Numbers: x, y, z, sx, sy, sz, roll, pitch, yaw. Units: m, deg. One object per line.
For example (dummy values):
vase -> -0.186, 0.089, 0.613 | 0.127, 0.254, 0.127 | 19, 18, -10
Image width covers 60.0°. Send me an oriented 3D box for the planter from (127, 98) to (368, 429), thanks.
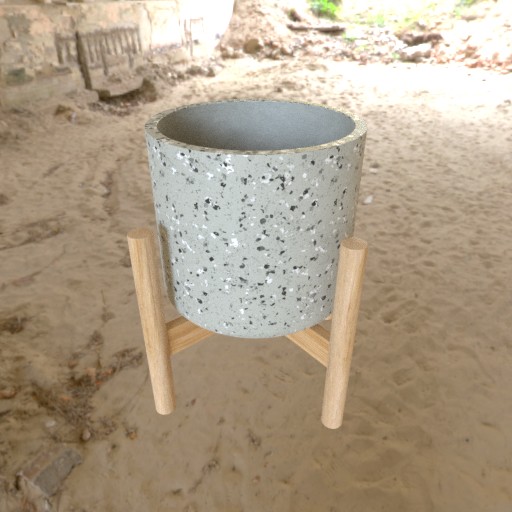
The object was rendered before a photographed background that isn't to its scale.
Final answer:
planter -> 0.000, 0.000, 0.533 | 0.284, 0.320, 0.284 | -9, 32, -14
